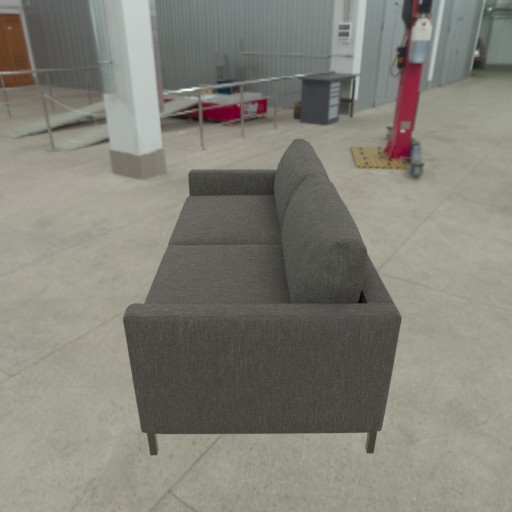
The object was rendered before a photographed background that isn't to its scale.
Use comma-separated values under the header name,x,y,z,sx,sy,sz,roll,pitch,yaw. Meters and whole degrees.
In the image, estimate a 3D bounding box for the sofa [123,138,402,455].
name,x,y,z,sx,sy,sz,roll,pitch,yaw
sofa,0.000,0.000,2.157,0.875,0.840,1.682,0,26,-1
